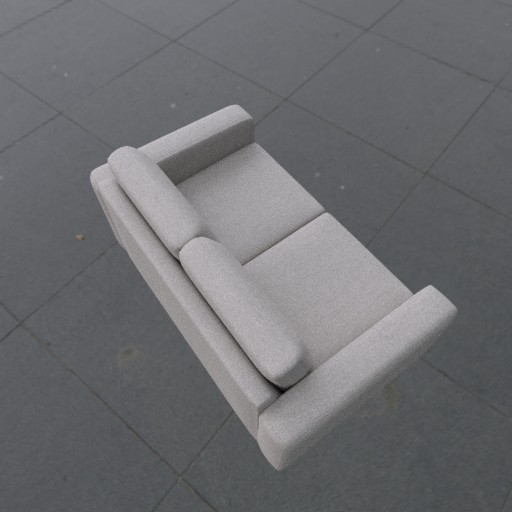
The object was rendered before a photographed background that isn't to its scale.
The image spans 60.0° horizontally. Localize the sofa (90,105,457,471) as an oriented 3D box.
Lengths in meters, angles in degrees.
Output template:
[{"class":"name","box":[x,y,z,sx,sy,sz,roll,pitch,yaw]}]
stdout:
[{"class":"sofa","box":[0.000,0.000,2.058,0.900,0.800,1.540,-32,63,-18]}]
